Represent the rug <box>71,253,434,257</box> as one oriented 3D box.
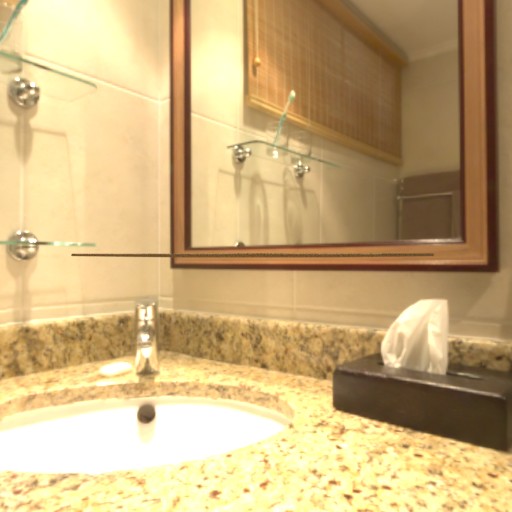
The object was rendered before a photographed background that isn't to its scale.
[{"bbox_3d":[0.000,0.000,3.062,1.521,0.015,2.436,0,0,1],"label":"rug"}]
